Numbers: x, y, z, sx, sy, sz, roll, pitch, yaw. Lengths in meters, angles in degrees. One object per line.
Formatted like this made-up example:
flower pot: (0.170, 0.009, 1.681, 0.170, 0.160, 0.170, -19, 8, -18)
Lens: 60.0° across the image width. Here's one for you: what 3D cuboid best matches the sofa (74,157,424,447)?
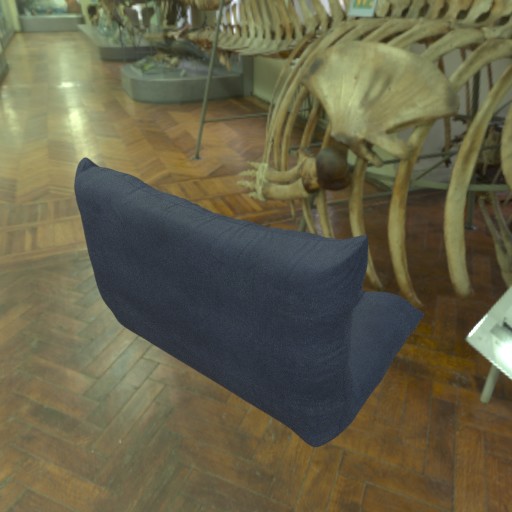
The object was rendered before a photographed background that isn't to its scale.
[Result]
sofa: (0.000, 0.000, 1.702, 1.122, 0.778, 0.849, 21, 36, 32)
